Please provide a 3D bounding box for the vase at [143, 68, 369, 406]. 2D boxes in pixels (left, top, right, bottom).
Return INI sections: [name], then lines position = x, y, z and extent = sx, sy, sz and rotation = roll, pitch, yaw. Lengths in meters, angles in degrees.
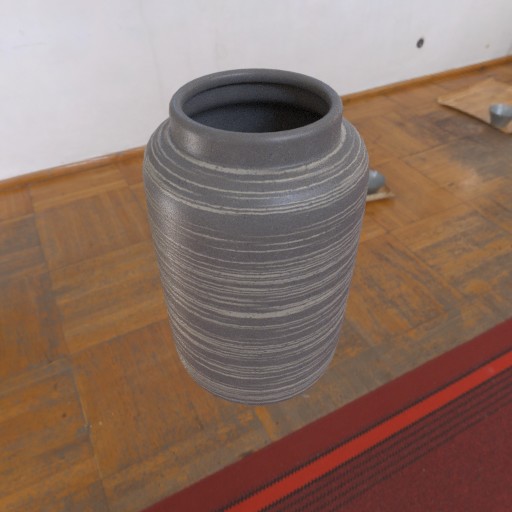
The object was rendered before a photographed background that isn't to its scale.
[vase]
position = 0.000, 0.000, 0.685
extent = 0.297, 0.499, 0.297
rotation = 0, 42, 0
